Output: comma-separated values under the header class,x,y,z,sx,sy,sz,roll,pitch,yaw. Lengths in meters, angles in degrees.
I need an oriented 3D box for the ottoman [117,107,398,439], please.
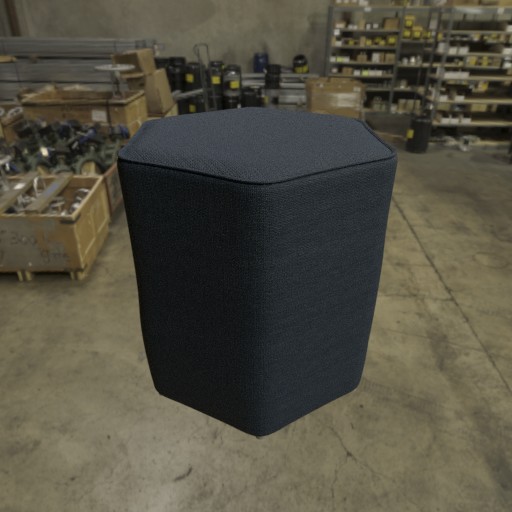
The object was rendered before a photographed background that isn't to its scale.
class,x,y,z,sx,sy,sz,roll,pitch,yaw
ottoman,0.000,0.000,0.890,0.454,0.505,0.492,1,29,2
